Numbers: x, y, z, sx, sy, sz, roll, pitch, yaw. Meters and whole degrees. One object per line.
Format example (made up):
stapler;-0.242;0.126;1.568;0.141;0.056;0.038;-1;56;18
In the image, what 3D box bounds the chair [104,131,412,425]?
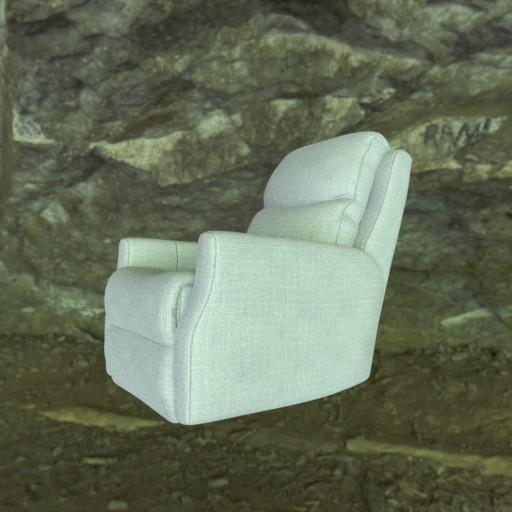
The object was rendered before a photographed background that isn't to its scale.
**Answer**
chair;0.000;0.000;1.776;1.080;1.030;0.829;0;0;-36
